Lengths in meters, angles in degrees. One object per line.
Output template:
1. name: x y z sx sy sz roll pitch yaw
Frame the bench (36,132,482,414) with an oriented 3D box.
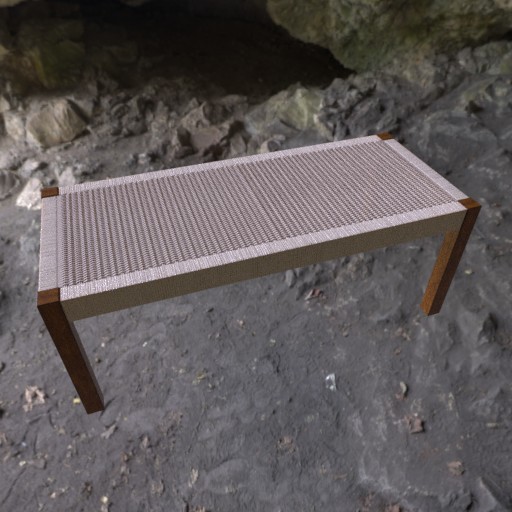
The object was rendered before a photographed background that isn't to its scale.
1. bench: 0.000 0.000 1.454 1.198 0.457 0.507 -13 42 -14
